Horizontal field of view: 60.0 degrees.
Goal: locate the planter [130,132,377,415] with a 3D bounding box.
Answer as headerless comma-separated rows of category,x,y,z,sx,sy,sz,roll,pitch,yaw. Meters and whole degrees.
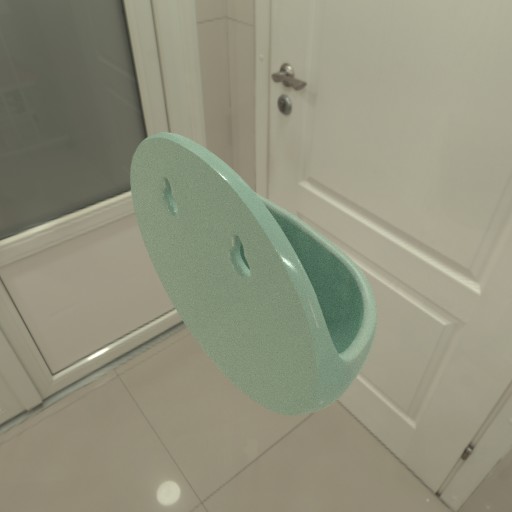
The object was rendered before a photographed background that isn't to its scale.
planter,0.000,0.000,0.269,0.073,0.164,0.189,-28,49,-28
